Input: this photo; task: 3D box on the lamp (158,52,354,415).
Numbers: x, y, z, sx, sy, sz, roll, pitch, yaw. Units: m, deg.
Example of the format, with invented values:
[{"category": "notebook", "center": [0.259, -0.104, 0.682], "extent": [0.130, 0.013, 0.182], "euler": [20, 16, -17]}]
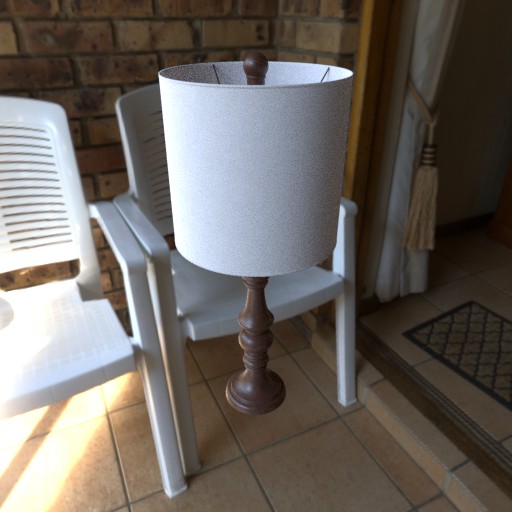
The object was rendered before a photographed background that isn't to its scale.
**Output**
[{"category": "lamp", "center": [0.000, 0.000, 0.712], "extent": [0.250, 0.597, 0.250], "euler": [-17, 33, -27]}]
